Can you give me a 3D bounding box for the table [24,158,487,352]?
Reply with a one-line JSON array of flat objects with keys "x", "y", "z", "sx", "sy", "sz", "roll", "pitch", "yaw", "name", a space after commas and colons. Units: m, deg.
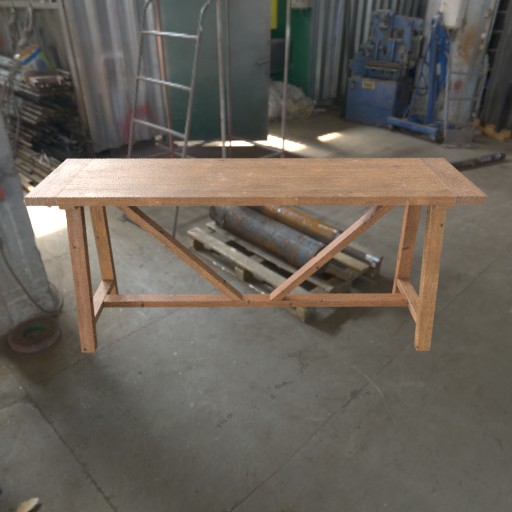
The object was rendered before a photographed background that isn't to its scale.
[{"x": 0.000, "y": 0.000, "z": 2.125, "sx": 1.800, "sy": 0.810, "sz": 0.465, "roll": 0, "pitch": 31, "yaw": 0, "name": "table"}]
